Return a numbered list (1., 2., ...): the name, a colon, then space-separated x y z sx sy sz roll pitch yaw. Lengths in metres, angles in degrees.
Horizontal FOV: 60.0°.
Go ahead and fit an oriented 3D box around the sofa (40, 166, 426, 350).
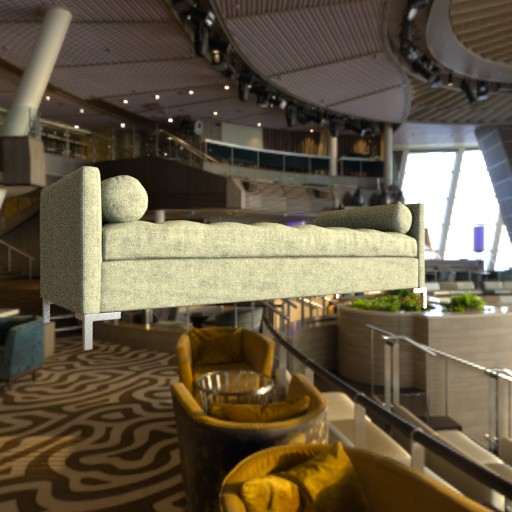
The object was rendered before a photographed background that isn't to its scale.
1. sofa: 0.000 0.000 2.483 2.102 0.657 0.797 0 1 -36
